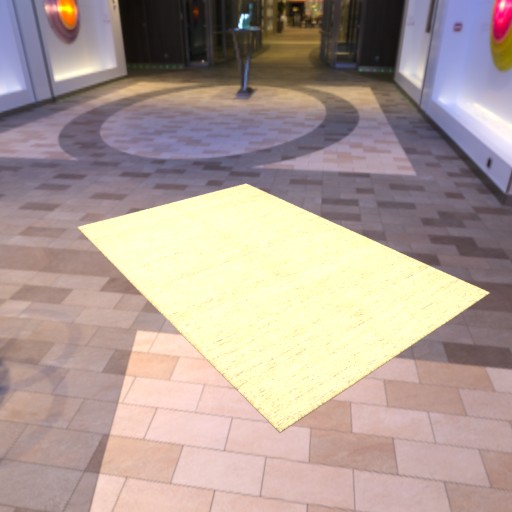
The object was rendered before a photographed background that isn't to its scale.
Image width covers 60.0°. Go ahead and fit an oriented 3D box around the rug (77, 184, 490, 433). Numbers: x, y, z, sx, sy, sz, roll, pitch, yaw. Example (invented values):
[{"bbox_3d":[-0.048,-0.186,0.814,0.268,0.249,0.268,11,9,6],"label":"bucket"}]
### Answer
[{"bbox_3d":[0.000,0.000,2.314,1.250,0.015,1.850,-20,35,-32],"label":"rug"}]
